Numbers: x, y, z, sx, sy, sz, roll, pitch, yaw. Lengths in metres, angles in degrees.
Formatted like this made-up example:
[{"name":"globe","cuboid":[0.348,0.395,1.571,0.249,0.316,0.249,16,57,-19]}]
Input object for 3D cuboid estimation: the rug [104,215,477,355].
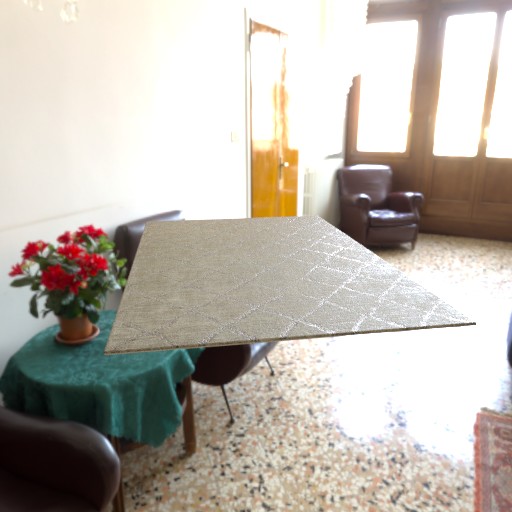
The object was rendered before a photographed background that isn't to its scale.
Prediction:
[{"name":"rug","cuboid":[0.000,0.000,2.834,1.521,0.015,2.280,-3,17,-9]}]
